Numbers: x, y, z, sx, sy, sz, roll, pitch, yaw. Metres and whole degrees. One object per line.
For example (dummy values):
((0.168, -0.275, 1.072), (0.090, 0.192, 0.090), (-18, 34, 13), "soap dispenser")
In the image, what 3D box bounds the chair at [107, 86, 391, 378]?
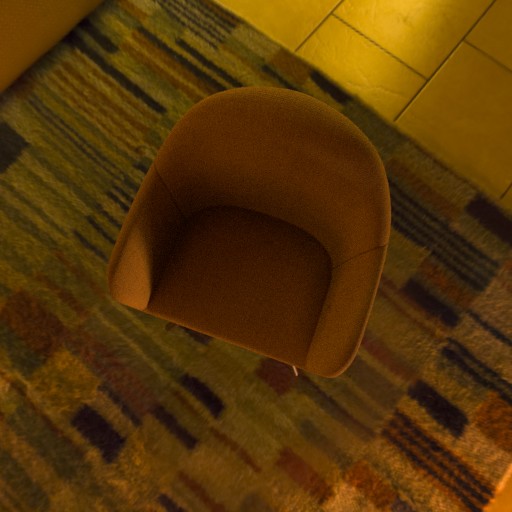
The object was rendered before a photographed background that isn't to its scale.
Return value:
((0.000, 0.000, 1.219), (0.590, 0.795, 0.550), (19, 78, 4), "chair")
